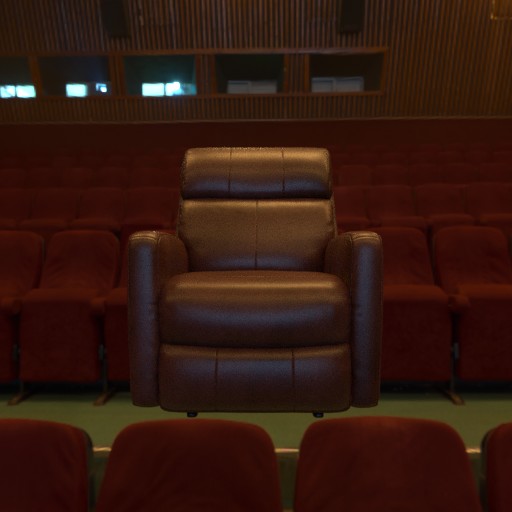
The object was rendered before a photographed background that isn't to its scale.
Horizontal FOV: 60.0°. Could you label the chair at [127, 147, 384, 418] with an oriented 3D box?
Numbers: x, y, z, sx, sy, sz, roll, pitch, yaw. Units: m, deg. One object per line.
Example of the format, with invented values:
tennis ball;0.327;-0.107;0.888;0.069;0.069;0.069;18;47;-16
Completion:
chair;0.000;0.000;1.731;0.787;1.016;0.939;0;0;0
